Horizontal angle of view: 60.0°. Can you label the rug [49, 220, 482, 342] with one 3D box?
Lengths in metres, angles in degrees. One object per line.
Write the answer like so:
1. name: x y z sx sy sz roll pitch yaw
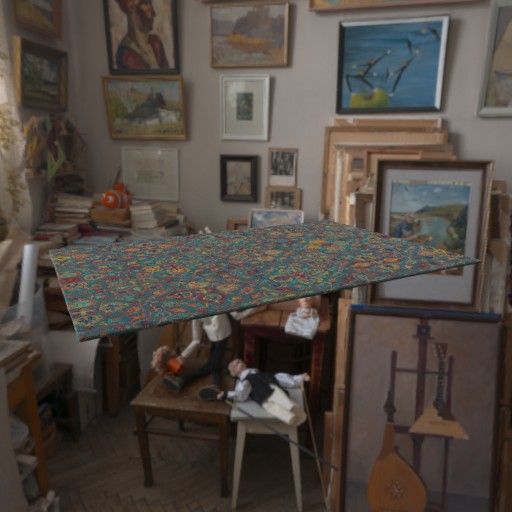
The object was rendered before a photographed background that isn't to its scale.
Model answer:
1. rug: 0.000 0.000 2.241 1.836 0.014 1.216 -8 17 -27
